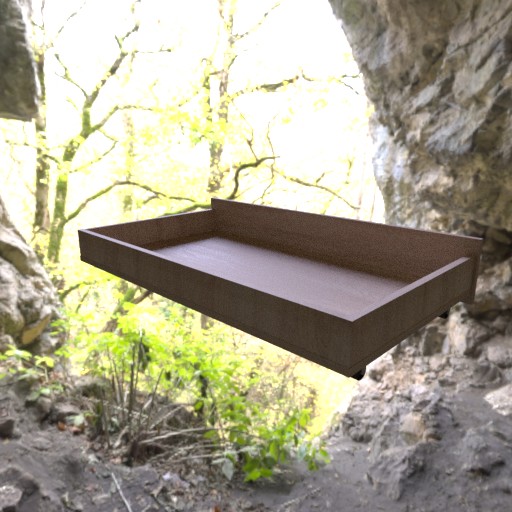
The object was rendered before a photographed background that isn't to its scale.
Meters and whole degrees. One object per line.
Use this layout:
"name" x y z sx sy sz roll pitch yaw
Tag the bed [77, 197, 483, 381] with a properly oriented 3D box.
"bed" 0.000 0.000 1.492 1.200 0.209 0.685 15 21 42
